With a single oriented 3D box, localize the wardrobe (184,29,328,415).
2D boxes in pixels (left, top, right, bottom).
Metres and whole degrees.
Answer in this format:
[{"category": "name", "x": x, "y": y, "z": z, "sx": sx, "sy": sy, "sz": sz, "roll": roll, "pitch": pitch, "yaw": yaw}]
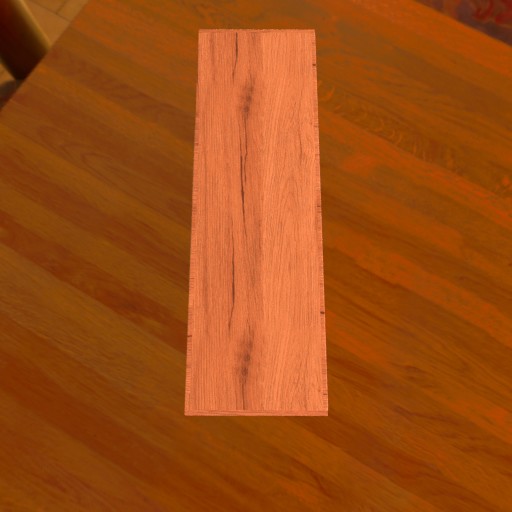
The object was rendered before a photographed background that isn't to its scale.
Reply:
[{"category": "wardrobe", "x": 0.000, "y": 0.000, "z": 2.989, "sx": 0.580, "sy": 2.070, "sz": 1.810, "roll": 0, "pitch": 76, "yaw": 0}]
